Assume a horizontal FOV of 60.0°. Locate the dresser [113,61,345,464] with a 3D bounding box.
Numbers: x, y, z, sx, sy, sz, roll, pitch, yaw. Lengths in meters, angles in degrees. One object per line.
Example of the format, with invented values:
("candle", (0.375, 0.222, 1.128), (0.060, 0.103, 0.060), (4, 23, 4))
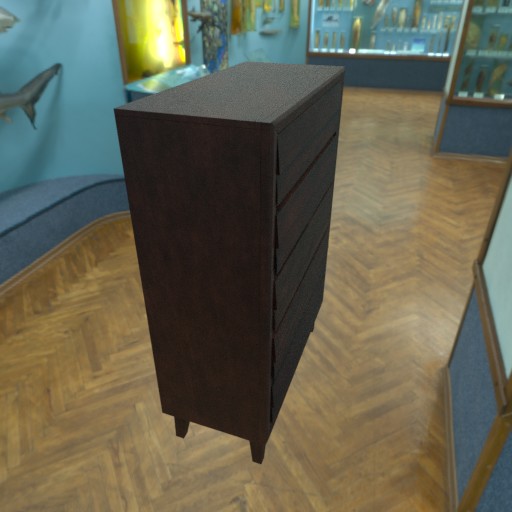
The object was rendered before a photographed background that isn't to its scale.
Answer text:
("dresser", (0.000, 0.000, 2.054), (0.506, 1.514, 1.072), (11, 33, 17))
